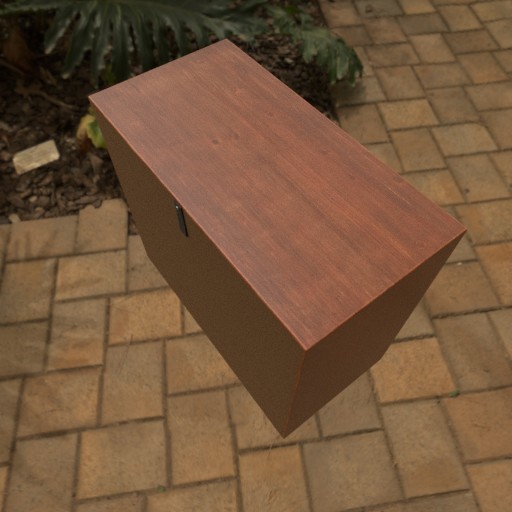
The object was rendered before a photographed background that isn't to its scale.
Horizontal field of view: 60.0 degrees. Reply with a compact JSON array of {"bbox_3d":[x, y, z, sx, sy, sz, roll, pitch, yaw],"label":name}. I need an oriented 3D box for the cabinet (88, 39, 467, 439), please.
[{"bbox_3d":[0.000,0.000,1.273,0.412,0.785,0.796,-32,62,-19],"label":"cabinet"}]
